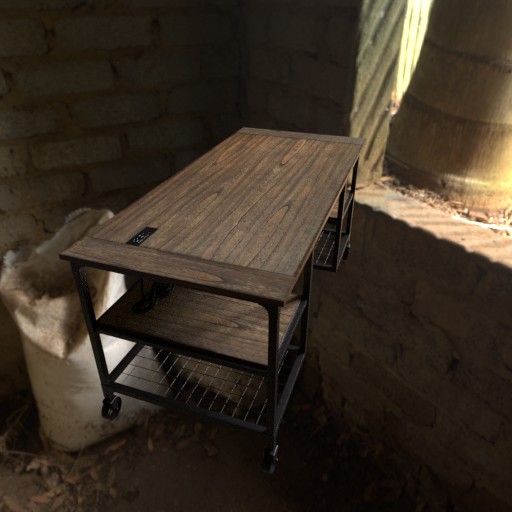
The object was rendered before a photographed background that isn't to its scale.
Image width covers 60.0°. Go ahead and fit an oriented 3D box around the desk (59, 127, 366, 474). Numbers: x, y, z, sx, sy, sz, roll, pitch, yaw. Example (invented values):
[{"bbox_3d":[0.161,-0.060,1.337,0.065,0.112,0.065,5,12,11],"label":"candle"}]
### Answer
[{"bbox_3d":[0.000,0.000,2.061,0.711,0.751,1.590,10,32,17],"label":"desk"}]
